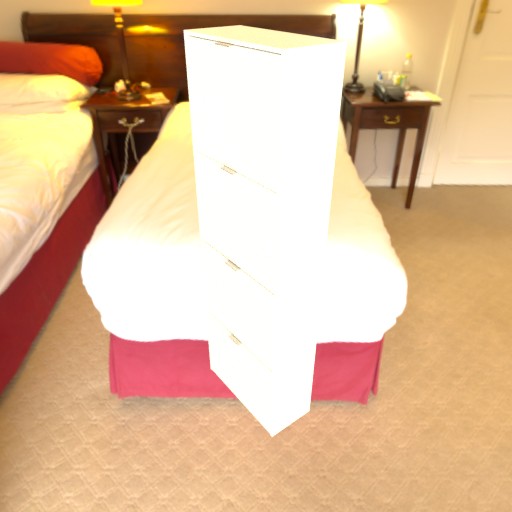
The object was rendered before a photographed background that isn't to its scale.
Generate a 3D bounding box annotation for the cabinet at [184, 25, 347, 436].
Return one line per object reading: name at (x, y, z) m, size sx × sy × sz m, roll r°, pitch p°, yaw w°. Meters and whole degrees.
cabinet at (0.000, 0.000, 1.817) m, size 0.255 × 1.630 × 0.520 m, roll -23°, pitch 39°, yaw -31°
